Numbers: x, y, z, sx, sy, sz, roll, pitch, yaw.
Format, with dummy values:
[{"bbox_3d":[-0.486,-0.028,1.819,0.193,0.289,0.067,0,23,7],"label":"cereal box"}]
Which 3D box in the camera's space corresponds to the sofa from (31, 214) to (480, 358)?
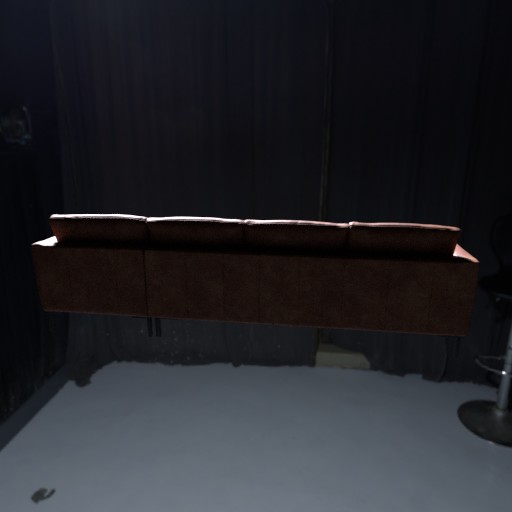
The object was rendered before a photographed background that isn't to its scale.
[{"bbox_3d":[0.000,0.000,3.640,2.993,0.859,1.471,2,16,8],"label":"sofa"}]
